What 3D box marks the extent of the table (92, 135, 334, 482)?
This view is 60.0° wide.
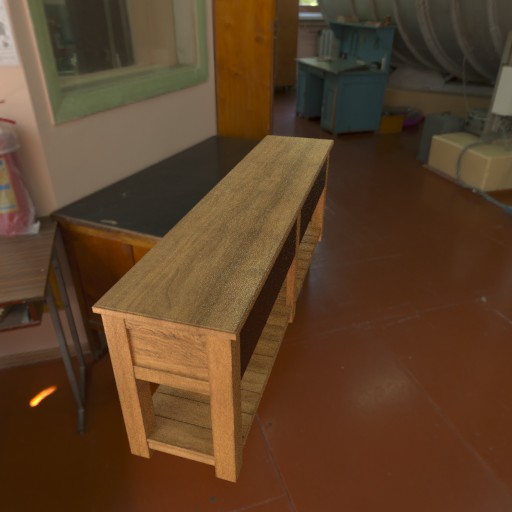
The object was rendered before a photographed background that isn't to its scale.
[{"bbox_3d":[0.000,0.000,2.057,0.425,0.635,1.815,8,31,14],"label":"table"}]
